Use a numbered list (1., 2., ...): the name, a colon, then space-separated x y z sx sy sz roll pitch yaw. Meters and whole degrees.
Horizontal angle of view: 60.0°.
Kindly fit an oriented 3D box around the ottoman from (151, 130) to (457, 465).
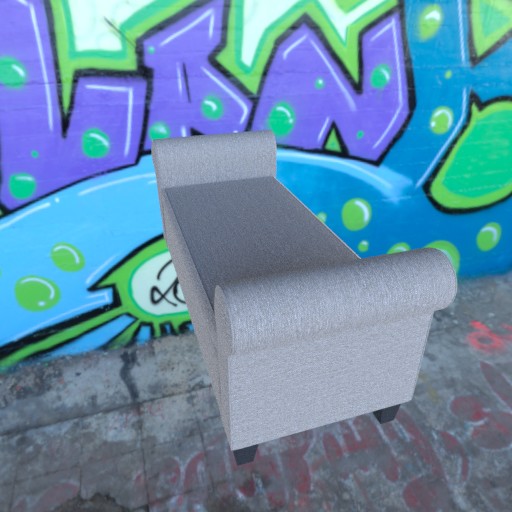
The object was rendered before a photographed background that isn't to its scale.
1. ottoman: 0.000 0.000 1.507 0.521 0.547 1.256 -9 31 -16
